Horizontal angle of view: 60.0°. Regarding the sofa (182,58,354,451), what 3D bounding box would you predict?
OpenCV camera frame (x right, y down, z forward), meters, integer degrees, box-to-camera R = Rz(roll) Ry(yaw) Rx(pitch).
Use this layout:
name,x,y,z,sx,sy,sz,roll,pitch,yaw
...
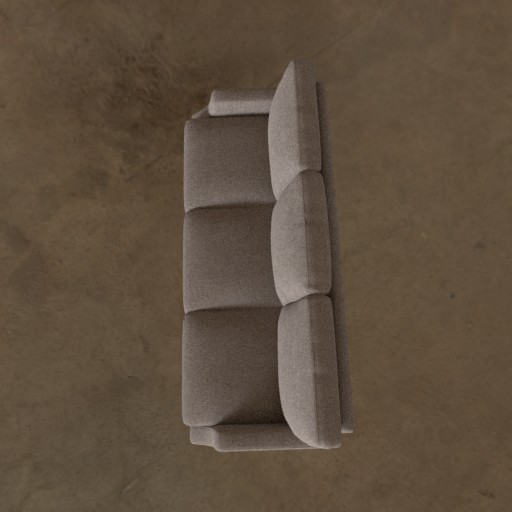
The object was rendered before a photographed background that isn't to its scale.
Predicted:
name,x,y,z,sx,sy,sz,roll,pitch,yaw
sofa,0.000,0.000,2.643,0.888,0.984,2.115,-2,76,0
